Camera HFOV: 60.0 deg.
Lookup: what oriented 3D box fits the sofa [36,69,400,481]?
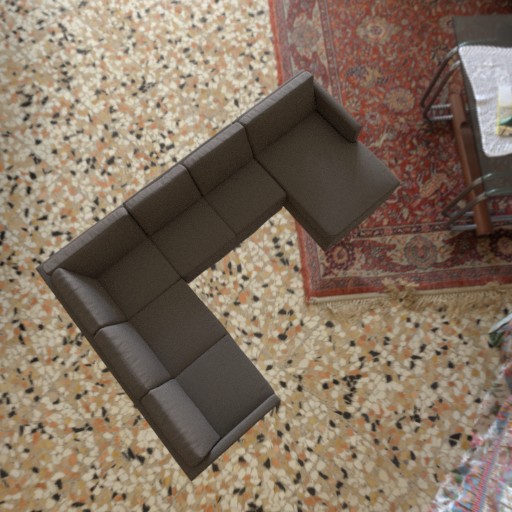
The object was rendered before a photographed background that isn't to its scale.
[{"bbox_3d":[0.000,0.000,4.485,3.460,0.882,2.427,-39,78,-10],"label":"sofa"}]
